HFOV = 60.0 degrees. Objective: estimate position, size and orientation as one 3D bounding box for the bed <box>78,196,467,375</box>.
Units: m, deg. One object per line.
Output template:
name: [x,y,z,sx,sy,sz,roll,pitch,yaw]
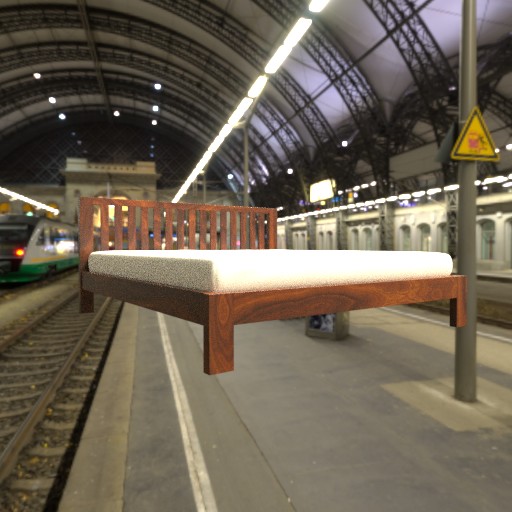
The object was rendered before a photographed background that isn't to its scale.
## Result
bed: [0.000,0.000,3.136,1.905,0.890,2.030,-1,2,-35]
